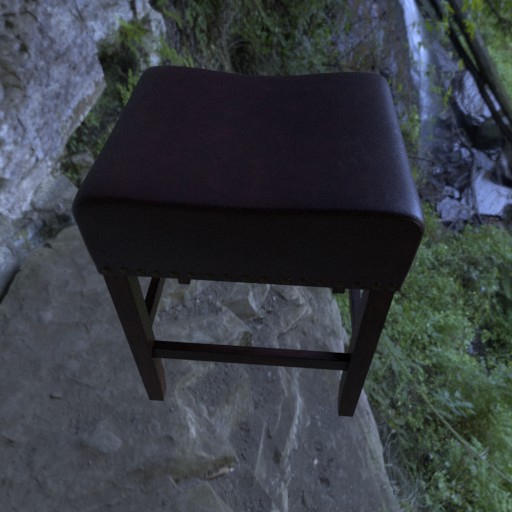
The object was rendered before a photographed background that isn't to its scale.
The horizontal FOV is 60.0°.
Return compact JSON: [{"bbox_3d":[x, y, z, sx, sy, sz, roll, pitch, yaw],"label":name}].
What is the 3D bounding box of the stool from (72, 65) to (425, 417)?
[{"bbox_3d":[0.000,0.000,0.903,0.465,0.608,0.397,3,47,3],"label":"stool"}]
